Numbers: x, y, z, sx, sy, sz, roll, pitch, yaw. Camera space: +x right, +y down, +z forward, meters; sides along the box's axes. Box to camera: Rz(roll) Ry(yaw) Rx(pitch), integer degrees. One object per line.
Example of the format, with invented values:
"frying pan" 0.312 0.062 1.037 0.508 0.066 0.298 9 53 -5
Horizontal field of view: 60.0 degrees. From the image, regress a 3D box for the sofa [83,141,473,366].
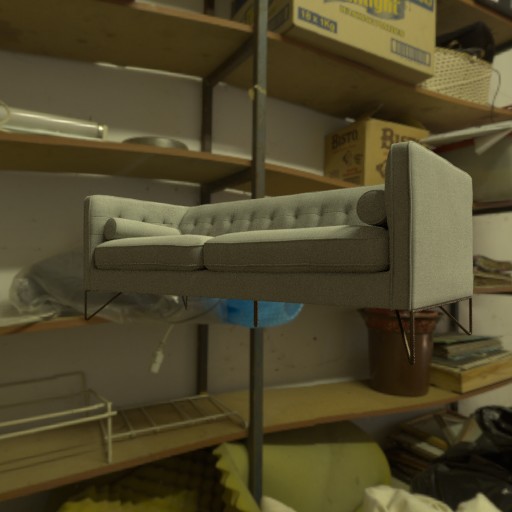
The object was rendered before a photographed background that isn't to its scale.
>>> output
"sofa" 0.000 0.000 2.492 2.079 0.798 0.912 -1 -1 38
